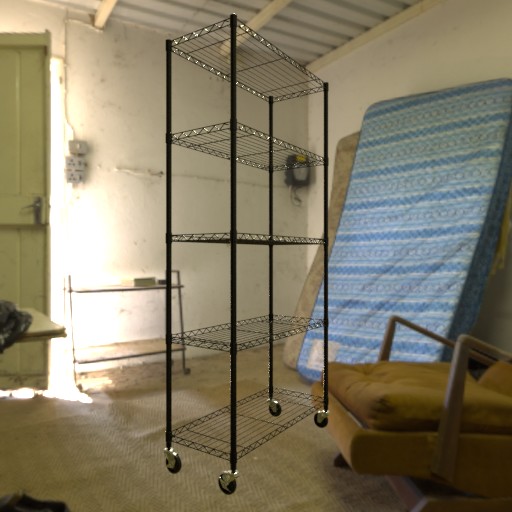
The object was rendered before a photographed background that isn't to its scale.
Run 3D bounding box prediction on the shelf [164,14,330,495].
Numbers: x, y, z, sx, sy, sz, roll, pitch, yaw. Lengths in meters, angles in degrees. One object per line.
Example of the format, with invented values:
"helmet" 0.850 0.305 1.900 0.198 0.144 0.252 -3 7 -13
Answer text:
"shelf" 0.000 0.000 1.901 0.356 1.645 0.762 0 0 35
